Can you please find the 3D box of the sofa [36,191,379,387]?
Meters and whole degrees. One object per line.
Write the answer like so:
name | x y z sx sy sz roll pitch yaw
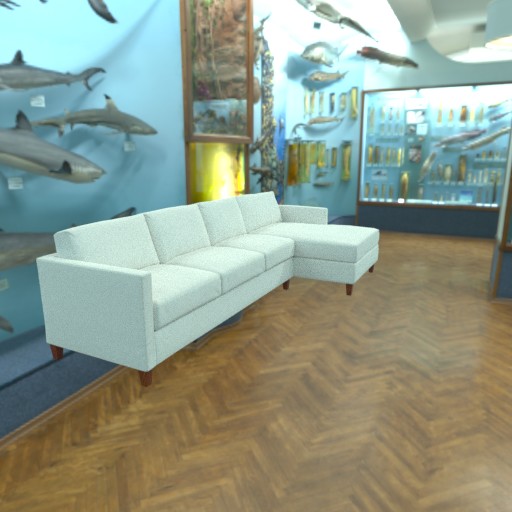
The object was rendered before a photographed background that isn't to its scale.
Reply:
sofa | 0.000 0.000 4.168 1.606 0.954 3.471 7 15 26
